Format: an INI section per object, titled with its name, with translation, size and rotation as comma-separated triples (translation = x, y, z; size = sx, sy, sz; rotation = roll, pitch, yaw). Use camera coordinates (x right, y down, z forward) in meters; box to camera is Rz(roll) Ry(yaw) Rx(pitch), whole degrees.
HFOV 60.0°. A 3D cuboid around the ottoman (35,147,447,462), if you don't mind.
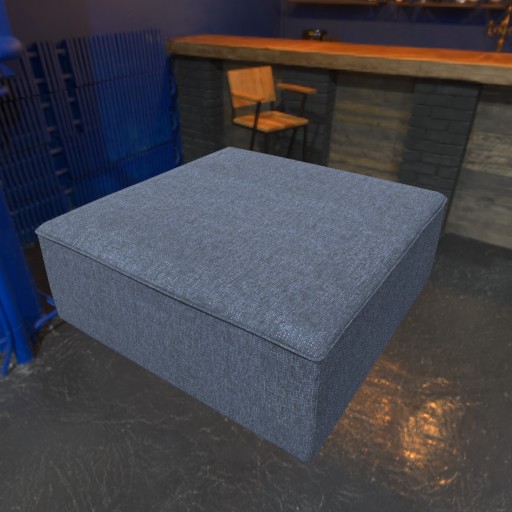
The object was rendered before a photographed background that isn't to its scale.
[ottoman]
translation = 0.000, 0.000, 1.566
size = 1.023, 0.423, 1.017
rotation = 20, 36, 30
